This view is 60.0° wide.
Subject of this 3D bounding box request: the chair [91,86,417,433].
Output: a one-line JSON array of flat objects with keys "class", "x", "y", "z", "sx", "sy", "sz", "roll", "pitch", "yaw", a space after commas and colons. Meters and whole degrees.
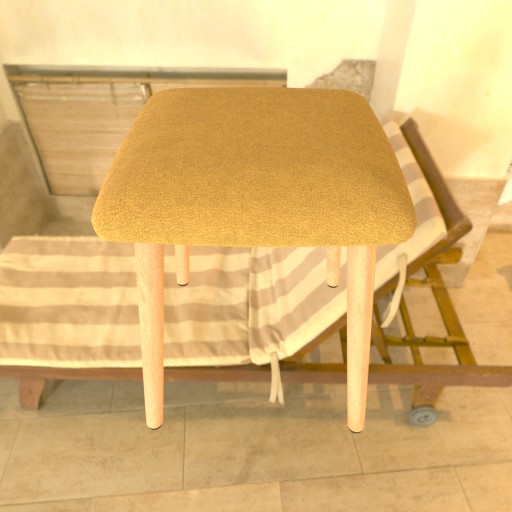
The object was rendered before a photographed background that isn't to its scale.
[{"class": "chair", "x": 0.000, "y": 0.000, "z": 0.682, "sx": 0.350, "sy": 0.440, "sz": 0.350, "roll": 1, "pitch": 41, "yaw": 1}]
